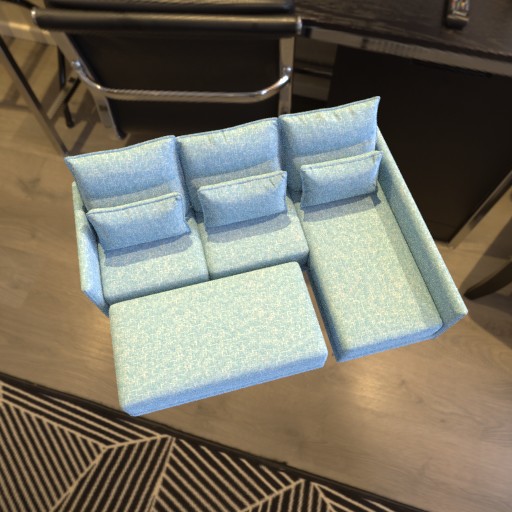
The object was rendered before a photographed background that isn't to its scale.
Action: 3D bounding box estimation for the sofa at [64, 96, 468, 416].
[{"bbox_3d":[0.000,0.000,2.739,2.034,0.899,1.420,-13,65,-6],"label":"sofa"}]
